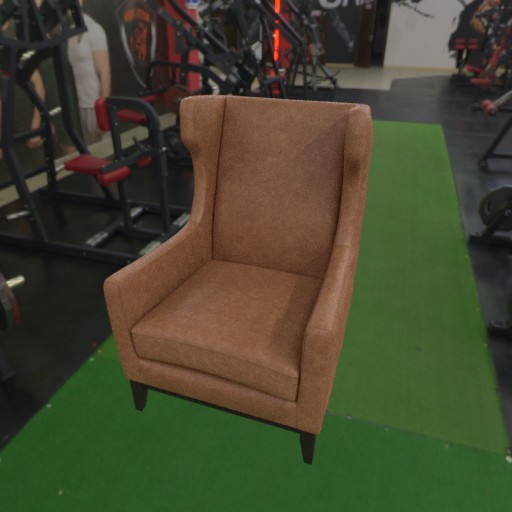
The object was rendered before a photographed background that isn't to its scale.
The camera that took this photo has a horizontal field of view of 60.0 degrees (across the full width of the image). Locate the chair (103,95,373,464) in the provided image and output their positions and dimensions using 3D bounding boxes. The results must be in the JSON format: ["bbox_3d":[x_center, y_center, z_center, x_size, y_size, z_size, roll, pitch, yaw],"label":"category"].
[{"bbox_3d":[0.000,0.000,1.697,0.766,1.079,0.899,10,31,17],"label":"chair"}]
